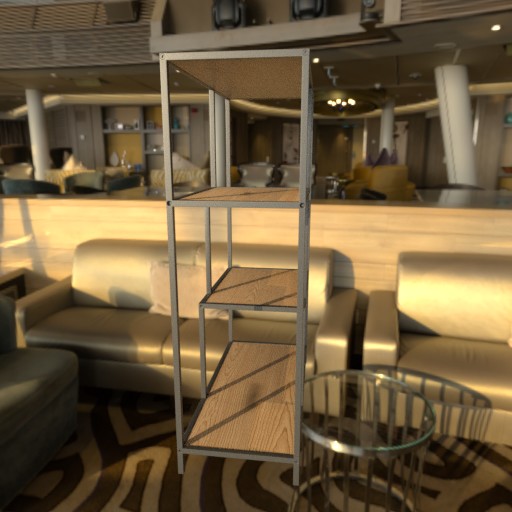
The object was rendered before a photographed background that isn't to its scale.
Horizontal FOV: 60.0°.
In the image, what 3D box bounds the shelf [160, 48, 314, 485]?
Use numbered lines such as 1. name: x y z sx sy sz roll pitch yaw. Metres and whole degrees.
1. shelf: 0.000 0.000 1.513 0.350 1.138 0.770 2 13 8
